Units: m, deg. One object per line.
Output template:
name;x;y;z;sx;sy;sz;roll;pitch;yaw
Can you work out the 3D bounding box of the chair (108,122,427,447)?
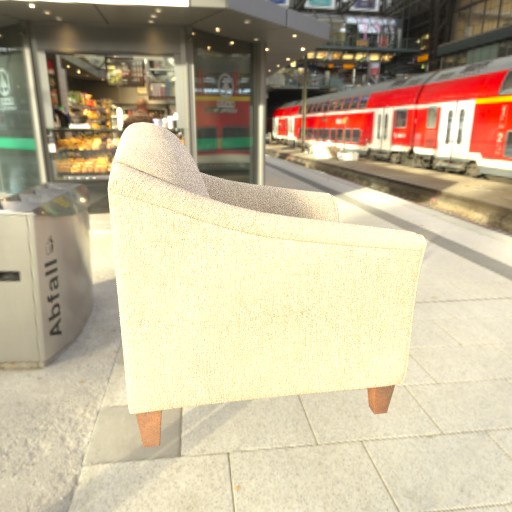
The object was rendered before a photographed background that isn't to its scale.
chair;0.000;0.000;1.453;0.787;0.839;0.763;-3;17;-9
